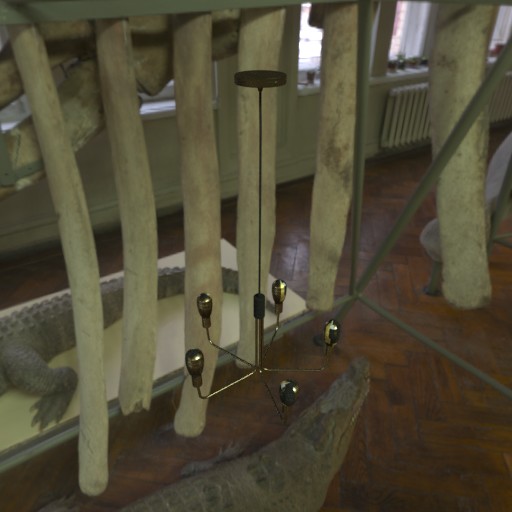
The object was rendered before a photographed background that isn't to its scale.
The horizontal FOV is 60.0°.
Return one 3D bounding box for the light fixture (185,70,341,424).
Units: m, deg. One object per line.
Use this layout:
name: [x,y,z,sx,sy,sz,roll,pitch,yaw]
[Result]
light fixture: [0.000,0.000,1.390,0.532,1.059,0.588,-20,37,-30]
